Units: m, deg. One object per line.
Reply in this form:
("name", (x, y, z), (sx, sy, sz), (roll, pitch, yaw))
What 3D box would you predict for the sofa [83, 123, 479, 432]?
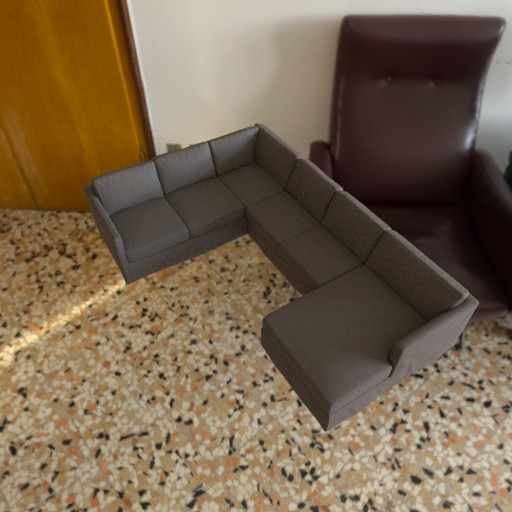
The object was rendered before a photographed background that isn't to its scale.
("sofa", (0.000, 0.000, 4.548), (2.427, 0.882, 3.460), (-24, 51, -22))
